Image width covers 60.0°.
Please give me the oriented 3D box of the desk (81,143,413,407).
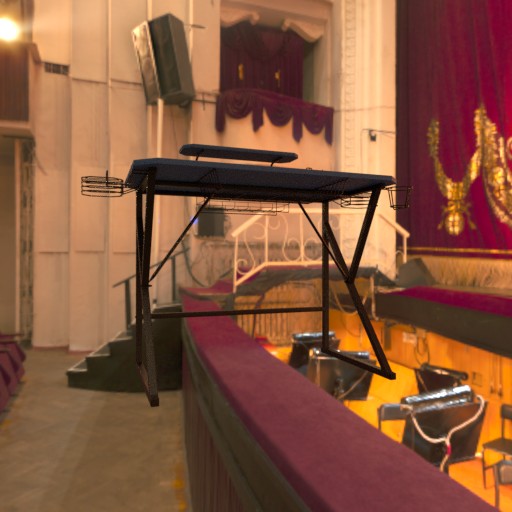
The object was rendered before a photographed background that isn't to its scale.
[{"bbox_3d":[0.000,0.000,1.755,1.295,0.909,0.594,0,0,-20],"label":"desk"}]
